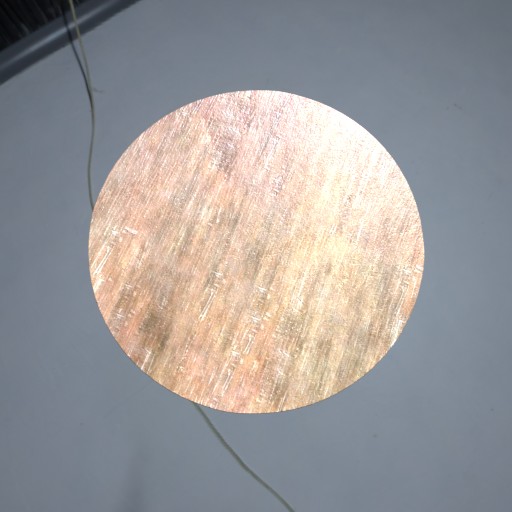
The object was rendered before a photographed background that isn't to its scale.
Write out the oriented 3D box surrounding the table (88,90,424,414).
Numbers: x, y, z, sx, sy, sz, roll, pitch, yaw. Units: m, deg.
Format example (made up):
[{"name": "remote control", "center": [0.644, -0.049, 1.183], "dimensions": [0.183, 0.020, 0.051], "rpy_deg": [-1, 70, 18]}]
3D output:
[{"name": "table", "center": [0.000, 0.000, 1.509], "dimensions": [0.974, 0.450, 0.974], "rpy_deg": [0, 76, 0]}]
